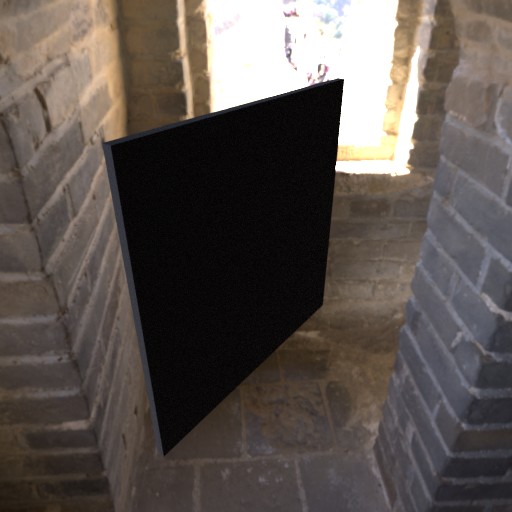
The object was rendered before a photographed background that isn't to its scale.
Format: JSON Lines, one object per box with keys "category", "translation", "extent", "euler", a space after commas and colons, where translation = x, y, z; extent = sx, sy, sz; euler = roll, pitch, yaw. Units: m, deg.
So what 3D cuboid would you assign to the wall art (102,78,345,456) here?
{"category": "wall art", "translation": [0.000, 0.000, 0.684], "extent": [0.013, 0.458, 0.456], "euler": [22, 37, 31]}
